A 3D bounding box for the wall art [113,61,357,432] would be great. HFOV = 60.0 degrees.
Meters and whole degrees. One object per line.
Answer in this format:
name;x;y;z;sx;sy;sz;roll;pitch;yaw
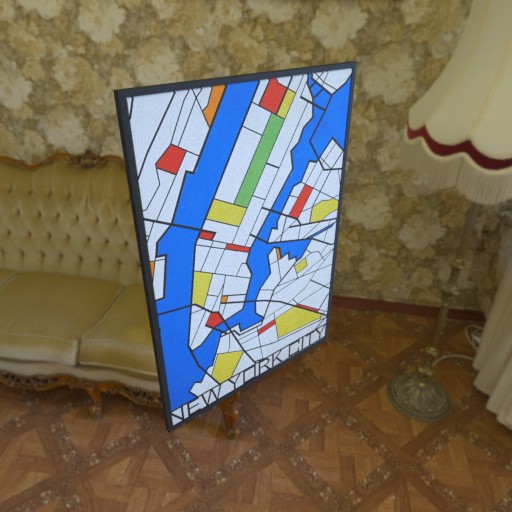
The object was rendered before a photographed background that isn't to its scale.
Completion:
wall art;0.000;0.000;0.858;0.460;0.660;0.013;-22;37;-32
